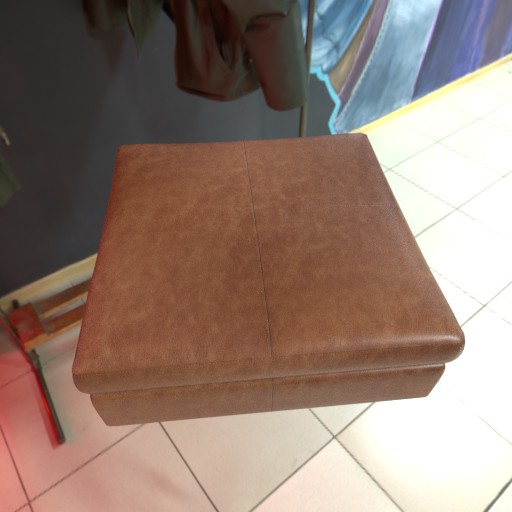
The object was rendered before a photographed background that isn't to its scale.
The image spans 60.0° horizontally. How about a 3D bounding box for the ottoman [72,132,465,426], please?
[{"bbox_3d":[0.000,0.000,1.796,1.169,0.483,1.168,-4,47,-4],"label":"ottoman"}]
